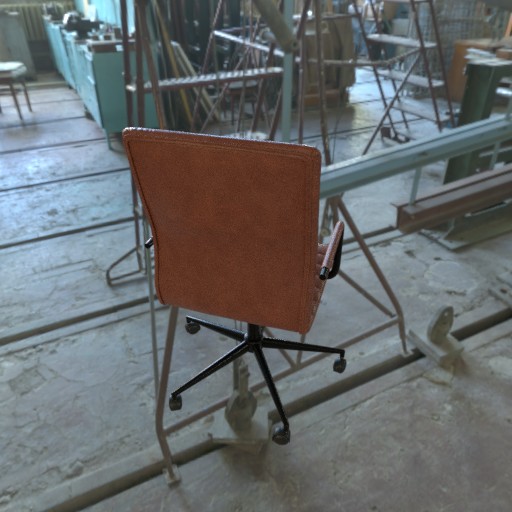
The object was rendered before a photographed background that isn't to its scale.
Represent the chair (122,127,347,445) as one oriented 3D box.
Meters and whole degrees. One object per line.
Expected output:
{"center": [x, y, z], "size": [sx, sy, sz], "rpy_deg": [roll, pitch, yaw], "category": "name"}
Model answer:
{"center": [0.000, 0.000, 1.294], "size": [0.600, 0.878, 0.578], "rpy_deg": [10, 34, 15], "category": "chair"}
